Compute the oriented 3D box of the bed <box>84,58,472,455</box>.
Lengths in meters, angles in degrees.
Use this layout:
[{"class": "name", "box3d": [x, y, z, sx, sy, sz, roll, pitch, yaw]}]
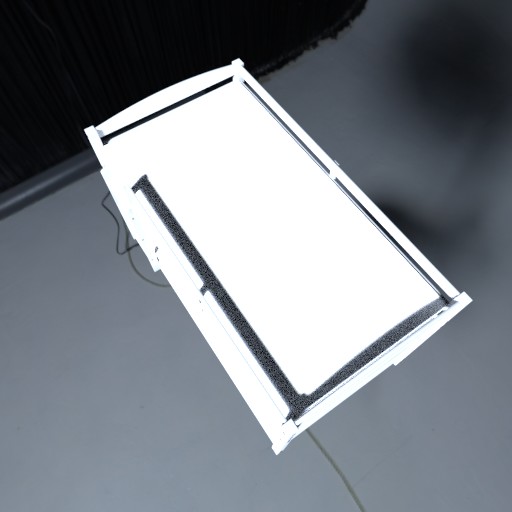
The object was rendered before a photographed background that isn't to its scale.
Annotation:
[{"class": "bed", "box3d": [0.000, 0.000, 2.821, 1.105, 1.206, 2.013, -31, 67, -15]}]
